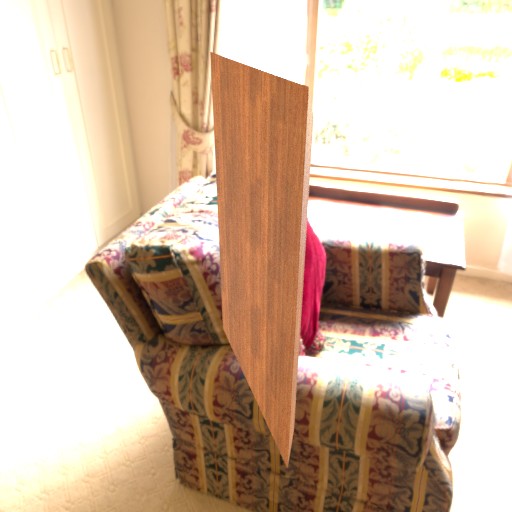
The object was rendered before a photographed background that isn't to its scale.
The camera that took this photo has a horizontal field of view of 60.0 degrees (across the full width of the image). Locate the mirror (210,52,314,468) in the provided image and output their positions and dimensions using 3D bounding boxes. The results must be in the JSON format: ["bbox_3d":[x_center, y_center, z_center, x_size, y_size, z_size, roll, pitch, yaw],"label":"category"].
[{"bbox_3d":[0.000,0.000,1.263,0.047,1.010,0.651,-10,31,-17],"label":"mirror"}]
